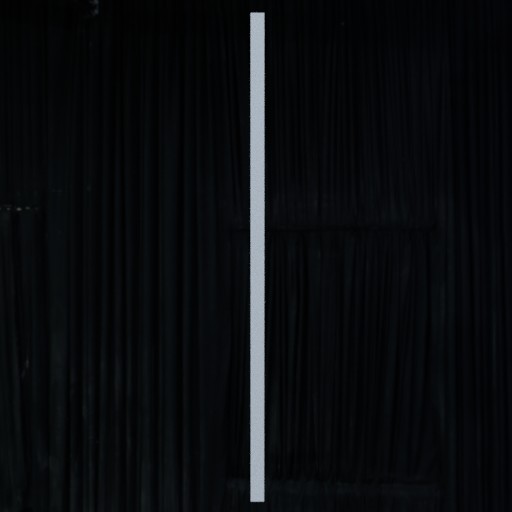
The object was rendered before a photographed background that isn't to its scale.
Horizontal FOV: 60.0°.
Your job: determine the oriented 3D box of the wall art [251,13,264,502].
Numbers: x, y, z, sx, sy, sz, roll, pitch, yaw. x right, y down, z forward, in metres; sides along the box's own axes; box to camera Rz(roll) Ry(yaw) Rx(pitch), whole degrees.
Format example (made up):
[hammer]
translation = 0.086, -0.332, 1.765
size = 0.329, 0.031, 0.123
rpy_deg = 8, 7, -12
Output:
[wall art]
translation = 0.000, 0.000, 0.604
size = 0.013, 0.456, 0.382
rpy_deg = 0, 1, 0
